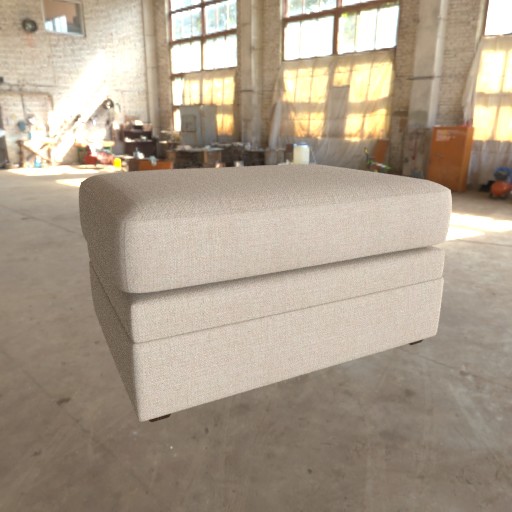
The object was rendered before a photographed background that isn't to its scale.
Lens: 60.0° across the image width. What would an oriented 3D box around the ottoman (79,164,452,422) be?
[{"bbox_3d":[0.000,0.000,1.267,0.885,0.478,0.637,-8,19,-26],"label":"ottoman"}]
